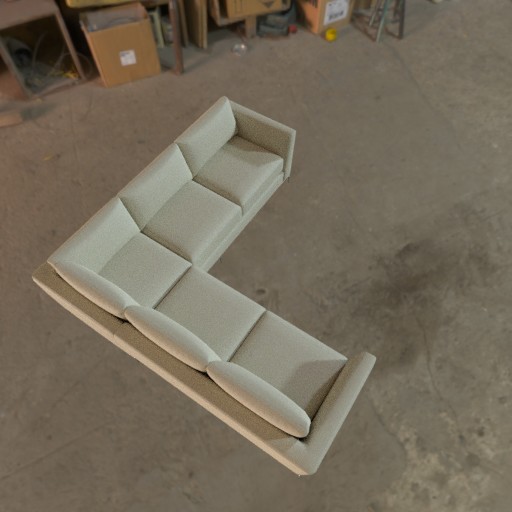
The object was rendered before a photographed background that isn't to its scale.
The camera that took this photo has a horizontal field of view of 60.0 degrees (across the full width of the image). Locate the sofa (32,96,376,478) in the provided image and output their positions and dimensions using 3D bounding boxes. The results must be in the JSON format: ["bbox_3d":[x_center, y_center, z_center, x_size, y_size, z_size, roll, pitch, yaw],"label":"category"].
[{"bbox_3d":[0.000,0.000,3.684,2.430,0.867,2.448,30,63,17],"label":"sofa"}]
